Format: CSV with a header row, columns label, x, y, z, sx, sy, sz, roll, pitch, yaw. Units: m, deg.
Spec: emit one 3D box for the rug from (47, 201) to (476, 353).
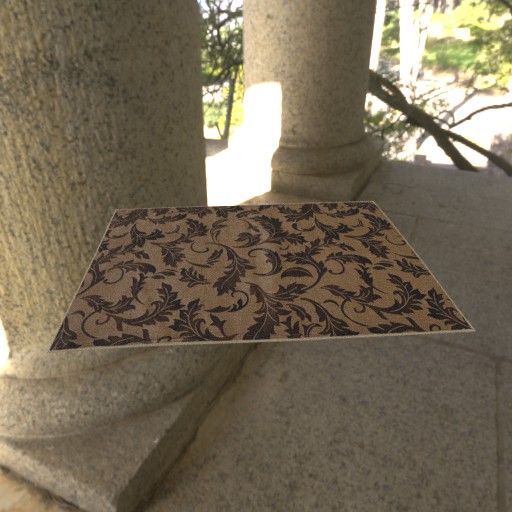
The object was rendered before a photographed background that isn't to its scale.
label,x,y,z,sx,sy,sz,roll,pitch,yaw
rug,0.000,0.000,4.067,2.977,0.008,2.380,-2,30,-4
